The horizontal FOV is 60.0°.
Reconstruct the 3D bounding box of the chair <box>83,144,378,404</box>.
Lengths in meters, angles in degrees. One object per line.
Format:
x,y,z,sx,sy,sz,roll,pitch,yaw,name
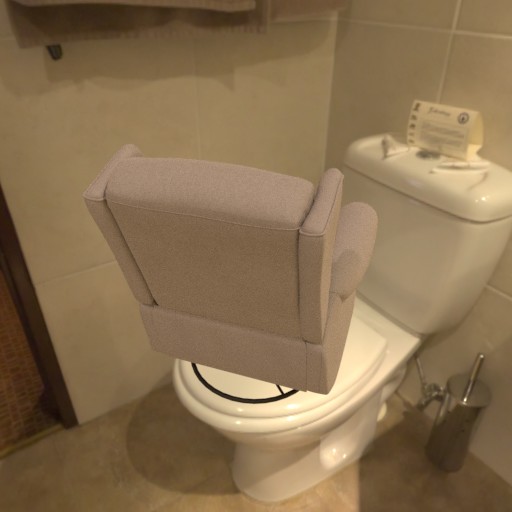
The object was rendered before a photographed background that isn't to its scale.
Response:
0.000,0.000,1.708,0.847,1.011,0.969,10,34,16,chair
